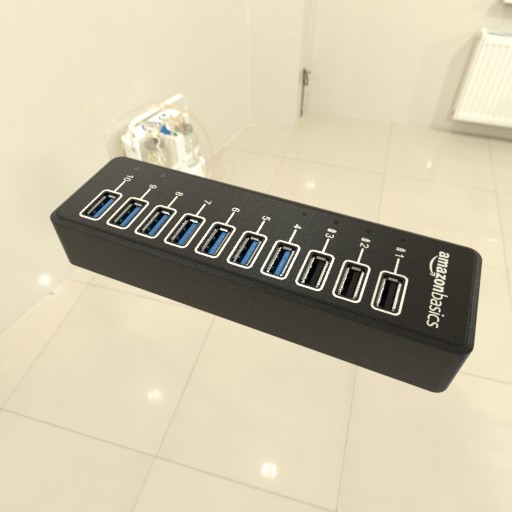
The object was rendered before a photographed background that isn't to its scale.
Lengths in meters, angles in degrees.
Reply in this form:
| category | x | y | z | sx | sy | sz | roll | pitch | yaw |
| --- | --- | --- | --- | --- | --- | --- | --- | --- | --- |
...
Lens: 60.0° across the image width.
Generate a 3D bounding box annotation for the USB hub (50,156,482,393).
| category | x | y | z | sx | sy | sz | roll | pitch | yaw |
| --- | --- | --- | --- | --- | --- | --- | --- | --- | --- |
| USB hub | 0.000 | 0.000 | 0.160 | 0.145 | 0.023 | 0.044 | 17 | 49 | 15 |
